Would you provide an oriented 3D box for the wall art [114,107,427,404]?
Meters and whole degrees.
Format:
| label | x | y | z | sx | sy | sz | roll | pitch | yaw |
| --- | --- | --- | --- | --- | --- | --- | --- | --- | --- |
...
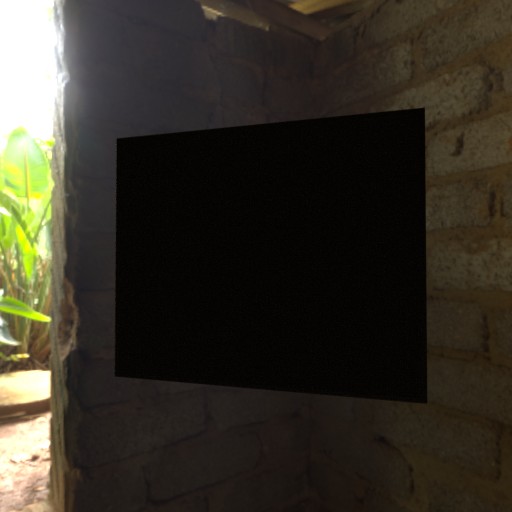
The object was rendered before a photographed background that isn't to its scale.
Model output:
| label | x | y | z | sx | sy | sz | roll | pitch | yaw |
| --- | --- | --- | --- | --- | --- | --- | --- | --- | --- |
| wall art | 0.000 | 0.000 | 0.781 | 0.559 | 0.458 | 0.029 | 0 | -1 | 17 |
